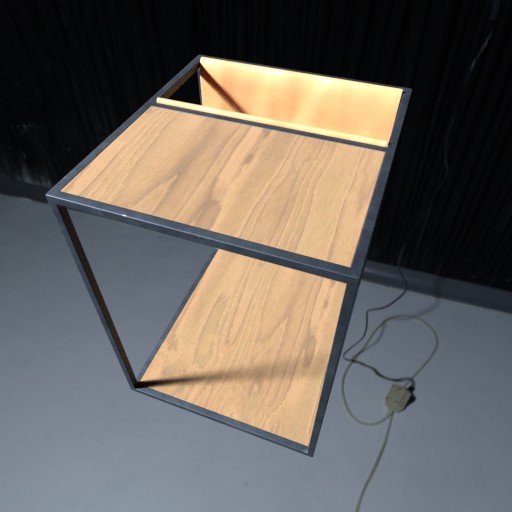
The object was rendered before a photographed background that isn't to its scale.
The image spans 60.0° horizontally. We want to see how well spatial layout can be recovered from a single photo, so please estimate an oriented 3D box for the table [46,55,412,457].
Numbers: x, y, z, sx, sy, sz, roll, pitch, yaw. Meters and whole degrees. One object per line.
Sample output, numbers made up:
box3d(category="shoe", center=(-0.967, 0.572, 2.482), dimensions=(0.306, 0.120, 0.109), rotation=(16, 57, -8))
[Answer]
box3d(category="table", center=(0.000, 0.000, 0.846), dimensions=(0.399, 0.536, 0.450), rotation=(15, 49, 14))
